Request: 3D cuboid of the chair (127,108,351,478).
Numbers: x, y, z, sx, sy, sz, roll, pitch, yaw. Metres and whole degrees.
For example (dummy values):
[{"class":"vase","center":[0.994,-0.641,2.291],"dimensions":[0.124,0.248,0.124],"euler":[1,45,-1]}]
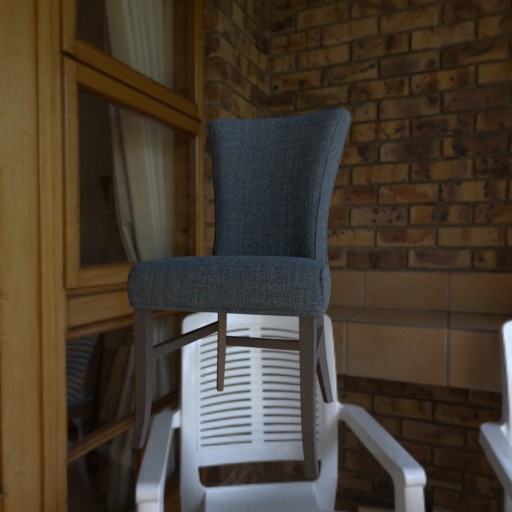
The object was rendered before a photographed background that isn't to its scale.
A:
[{"class":"chair","center":[0.000,0.000,1.361],"dimensions":[0.520,0.991,0.660],"euler":[0,2,18]}]
